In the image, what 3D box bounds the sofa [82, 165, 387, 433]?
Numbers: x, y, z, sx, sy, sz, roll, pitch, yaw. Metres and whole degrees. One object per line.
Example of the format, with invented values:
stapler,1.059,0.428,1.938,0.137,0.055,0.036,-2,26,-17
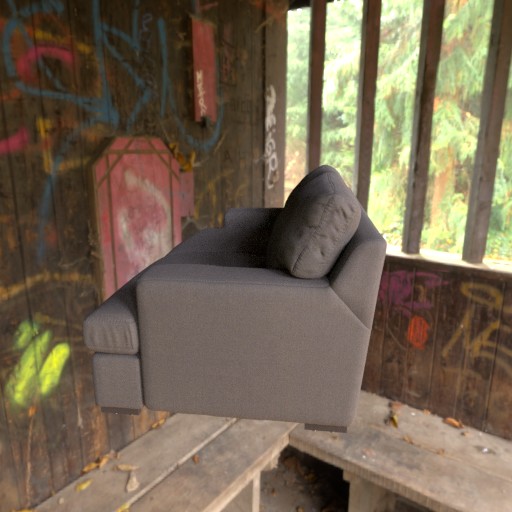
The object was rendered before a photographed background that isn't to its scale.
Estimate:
sofa,0.000,0.000,2.485,1.143,0.940,1.880,2,15,8
